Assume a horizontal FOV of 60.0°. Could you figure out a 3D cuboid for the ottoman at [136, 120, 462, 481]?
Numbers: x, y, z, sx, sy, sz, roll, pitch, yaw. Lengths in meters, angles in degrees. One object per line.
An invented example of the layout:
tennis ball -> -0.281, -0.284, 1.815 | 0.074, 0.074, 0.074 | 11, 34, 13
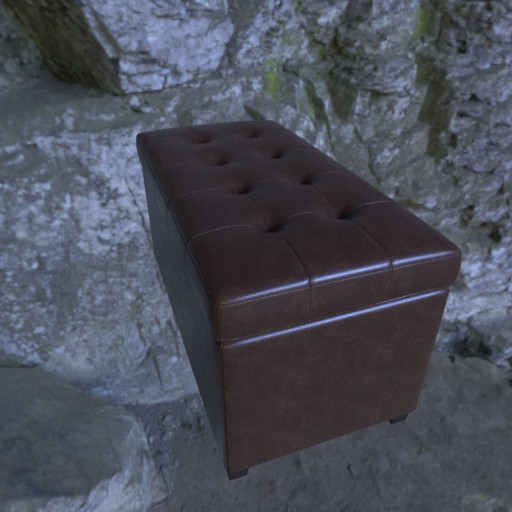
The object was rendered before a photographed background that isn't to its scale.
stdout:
ottoman -> 0.000, 0.000, 1.097 | 0.432, 0.470, 0.838 | -11, 34, -17
